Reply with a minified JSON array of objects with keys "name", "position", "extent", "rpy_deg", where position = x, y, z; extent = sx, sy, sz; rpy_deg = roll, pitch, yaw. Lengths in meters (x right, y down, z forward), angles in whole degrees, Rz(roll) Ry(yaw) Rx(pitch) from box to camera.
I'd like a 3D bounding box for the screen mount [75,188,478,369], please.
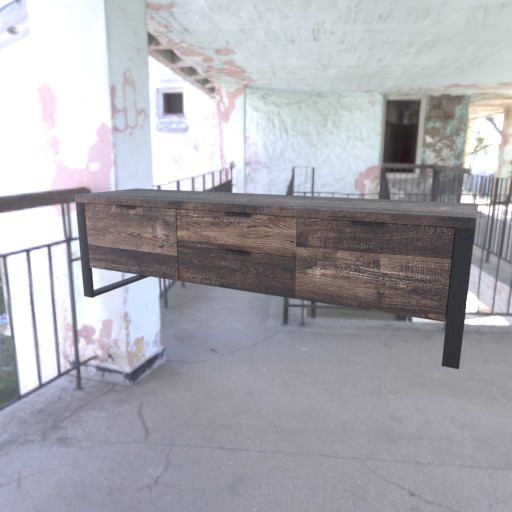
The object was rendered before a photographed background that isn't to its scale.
[{"name":"screen mount","position":[0.000,0.000,1.749],"extent":[1.524,0.450,0.395],"rpy_deg":[6,15,26]}]
